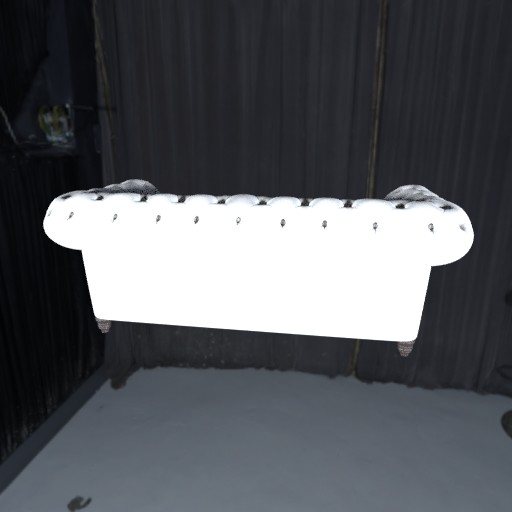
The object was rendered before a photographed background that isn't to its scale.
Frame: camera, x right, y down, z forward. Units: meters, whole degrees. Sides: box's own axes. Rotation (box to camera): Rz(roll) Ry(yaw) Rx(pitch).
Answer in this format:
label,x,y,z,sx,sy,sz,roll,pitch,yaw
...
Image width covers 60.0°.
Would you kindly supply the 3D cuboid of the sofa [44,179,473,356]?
label,x,y,z,sx,sy,sz,roll,pitch,yaw
sofa,0.000,0.000,2.415,1.998,0.764,0.986,3,16,9
